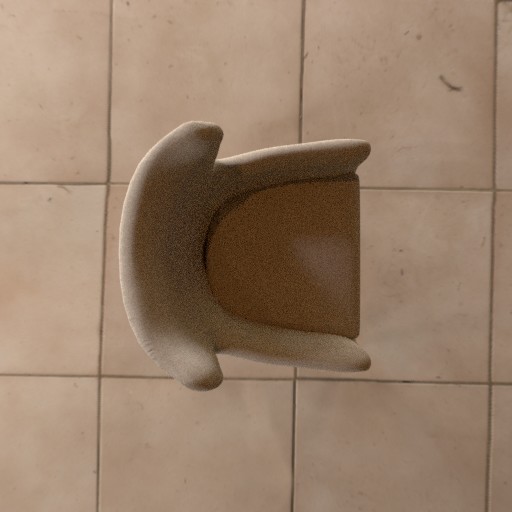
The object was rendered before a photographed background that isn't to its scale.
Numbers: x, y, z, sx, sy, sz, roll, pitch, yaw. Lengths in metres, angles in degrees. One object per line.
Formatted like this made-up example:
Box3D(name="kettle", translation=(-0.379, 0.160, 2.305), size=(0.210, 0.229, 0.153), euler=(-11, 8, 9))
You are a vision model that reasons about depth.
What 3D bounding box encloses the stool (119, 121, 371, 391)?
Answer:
Box3D(name="stool", translation=(0.000, 0.000, 1.371), size=(0.563, 1.034, 0.556), euler=(0, 90, 0))
